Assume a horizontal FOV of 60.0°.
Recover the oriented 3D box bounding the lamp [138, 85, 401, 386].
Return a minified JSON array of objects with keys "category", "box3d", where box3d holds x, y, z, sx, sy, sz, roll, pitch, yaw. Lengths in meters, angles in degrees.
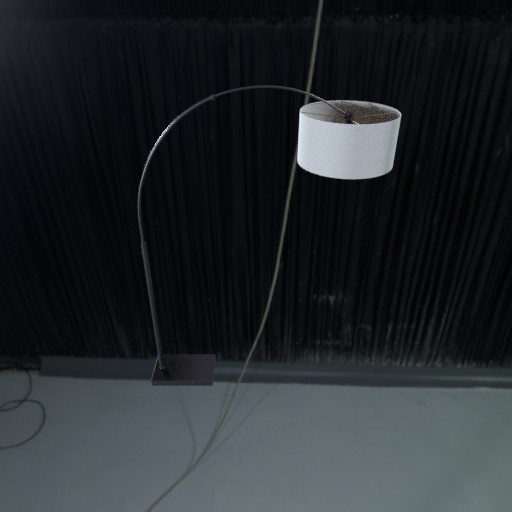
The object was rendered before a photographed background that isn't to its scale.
[{"category":"lamp","box3d":[0.000,0.000,2.640,1.424,1.927,0.493,0,31,0]}]
